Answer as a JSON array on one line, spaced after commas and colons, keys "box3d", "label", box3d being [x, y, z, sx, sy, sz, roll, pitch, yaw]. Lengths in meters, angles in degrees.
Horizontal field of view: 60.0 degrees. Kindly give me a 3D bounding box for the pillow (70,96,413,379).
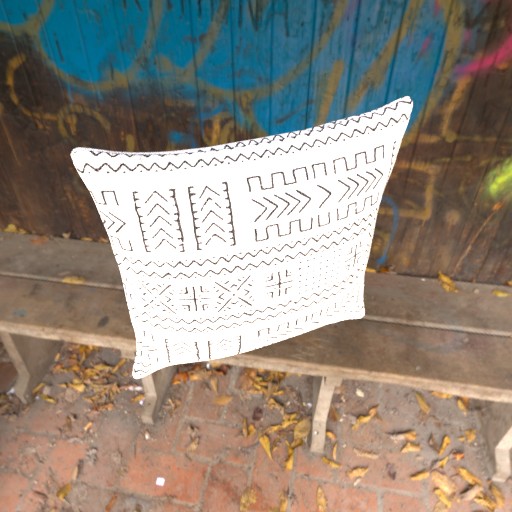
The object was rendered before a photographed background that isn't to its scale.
[{"box3d": [0.000, 0.000, 0.666, 0.438, 0.430, 0.164, -13, 43, -14], "label": "pillow"}]
